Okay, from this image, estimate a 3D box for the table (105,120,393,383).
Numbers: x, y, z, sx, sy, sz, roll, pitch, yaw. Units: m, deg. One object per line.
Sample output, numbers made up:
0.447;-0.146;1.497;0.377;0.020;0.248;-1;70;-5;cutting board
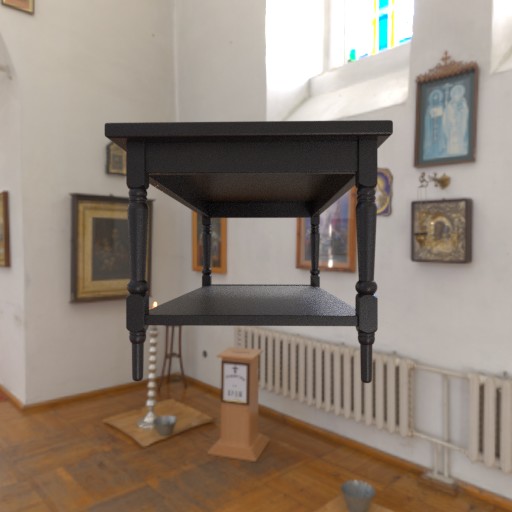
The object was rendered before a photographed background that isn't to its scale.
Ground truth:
0.000;0.000;1.394;0.550;0.510;1.107;0;0;2;table
